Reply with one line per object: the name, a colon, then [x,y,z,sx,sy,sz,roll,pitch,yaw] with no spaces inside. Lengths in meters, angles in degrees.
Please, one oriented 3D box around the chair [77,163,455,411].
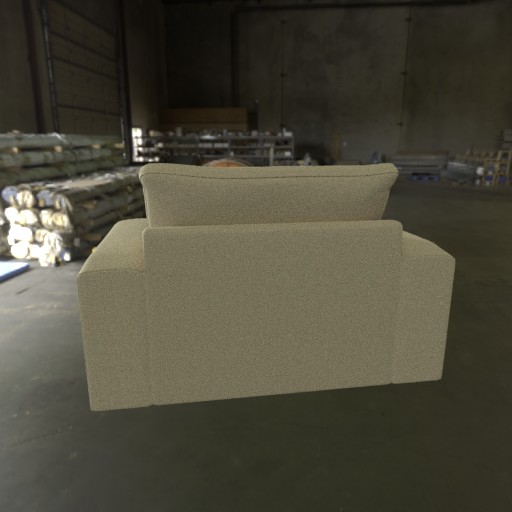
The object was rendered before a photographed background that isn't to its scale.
chair: [0.000,0.000,2.113,1.398,0.915,1.039,-2,15,-9]
